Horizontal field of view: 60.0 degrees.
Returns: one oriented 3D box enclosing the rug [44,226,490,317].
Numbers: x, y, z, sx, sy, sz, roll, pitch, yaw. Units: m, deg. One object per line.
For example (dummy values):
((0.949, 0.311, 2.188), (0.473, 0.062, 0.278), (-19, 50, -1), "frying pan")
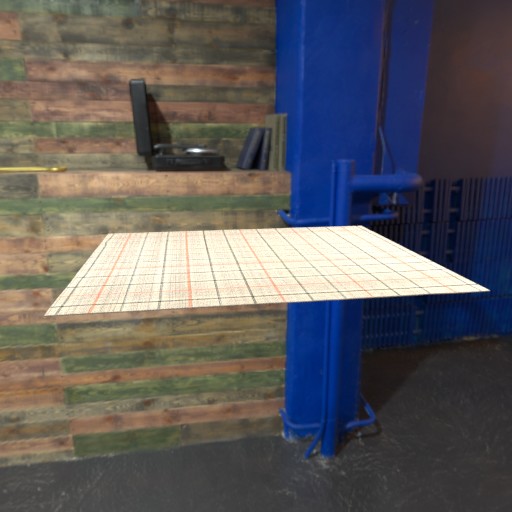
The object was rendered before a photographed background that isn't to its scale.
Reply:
((0.000, 0.000, 4.142), (3.048, 0.012, 2.444), (-2, 15, -9), "rug")
